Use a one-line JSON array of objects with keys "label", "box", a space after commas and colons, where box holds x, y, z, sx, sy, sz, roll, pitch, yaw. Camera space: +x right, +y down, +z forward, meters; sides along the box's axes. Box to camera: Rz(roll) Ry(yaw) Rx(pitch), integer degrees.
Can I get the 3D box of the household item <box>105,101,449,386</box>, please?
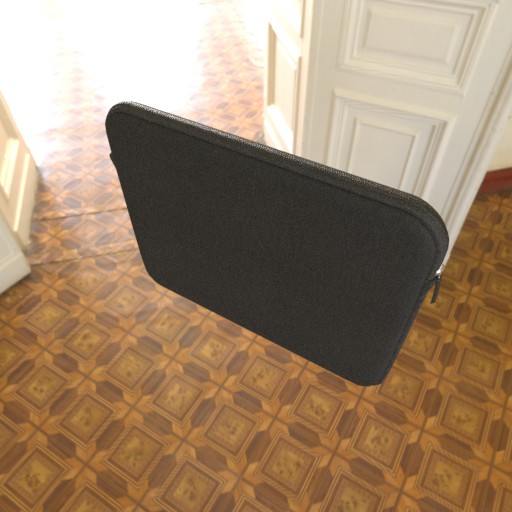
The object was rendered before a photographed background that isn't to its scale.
[{"label": "household item", "box": [0.000, 0.000, 0.524, 0.396, 0.305, 0.030, 24, 52, 20]}]
